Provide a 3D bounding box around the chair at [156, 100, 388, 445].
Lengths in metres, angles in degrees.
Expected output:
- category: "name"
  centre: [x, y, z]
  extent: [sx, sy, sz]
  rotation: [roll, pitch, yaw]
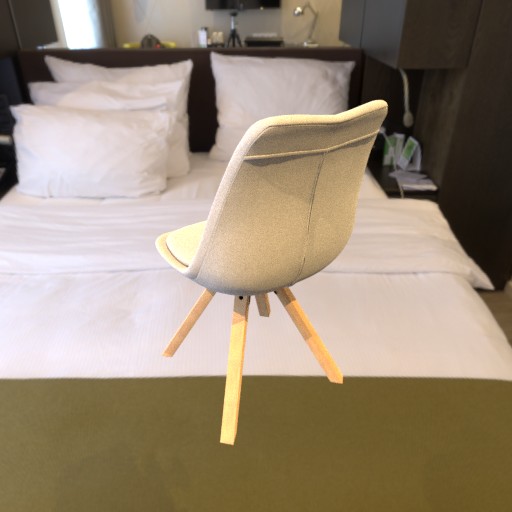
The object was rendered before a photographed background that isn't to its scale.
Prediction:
- category: "chair"
  centre: [0.000, 0.000, 1.187]
  extent: [0.474, 0.863, 0.549]
  rotation: [-18, 35, -28]
